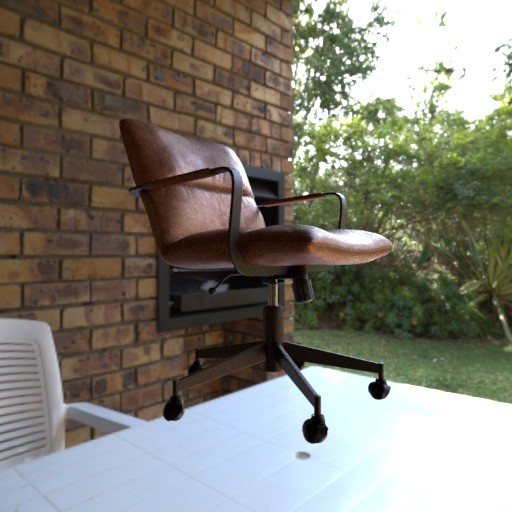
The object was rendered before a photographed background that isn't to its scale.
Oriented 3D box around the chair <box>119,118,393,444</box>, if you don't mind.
[{"bbox_3d":[0.000,0.000,1.469,0.754,0.922,0.727,0,0,37],"label":"chair"}]
